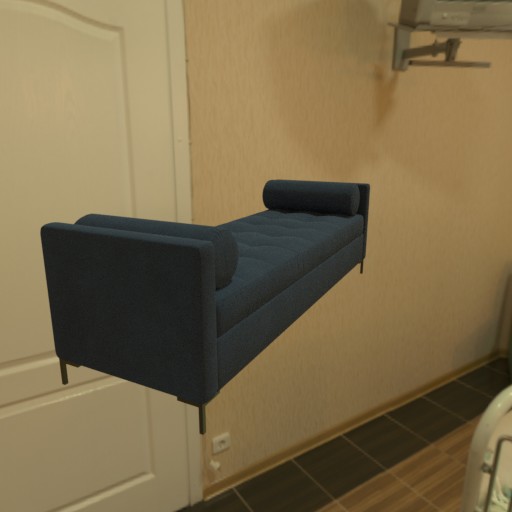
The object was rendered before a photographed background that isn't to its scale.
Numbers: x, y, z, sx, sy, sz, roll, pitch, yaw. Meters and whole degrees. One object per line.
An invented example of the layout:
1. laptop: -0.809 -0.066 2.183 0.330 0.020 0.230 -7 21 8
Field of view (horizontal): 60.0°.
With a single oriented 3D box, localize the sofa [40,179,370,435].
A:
1. sofa: 0.000 0.000 2.316 0.686 0.635 1.981 8 17 27
